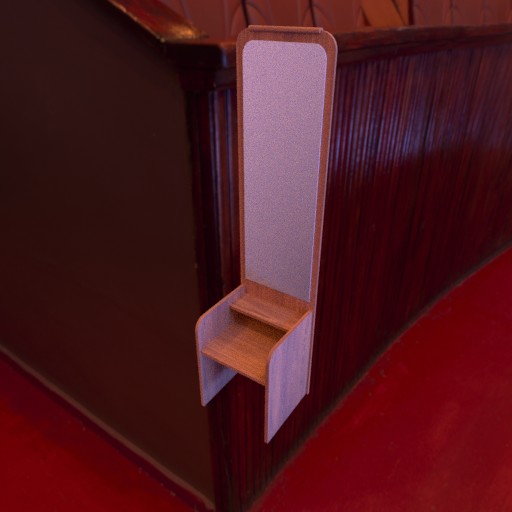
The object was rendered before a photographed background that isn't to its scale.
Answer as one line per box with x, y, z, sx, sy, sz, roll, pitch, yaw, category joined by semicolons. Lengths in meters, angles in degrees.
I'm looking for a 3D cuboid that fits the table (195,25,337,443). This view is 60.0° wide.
0.000;0.000;2.004;0.450;1.830;0.420;19;35;29;table
